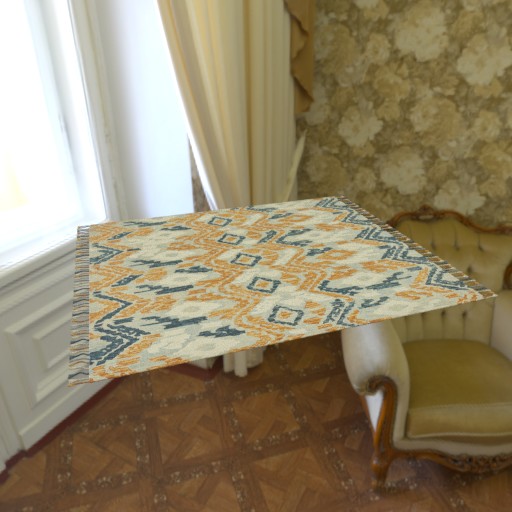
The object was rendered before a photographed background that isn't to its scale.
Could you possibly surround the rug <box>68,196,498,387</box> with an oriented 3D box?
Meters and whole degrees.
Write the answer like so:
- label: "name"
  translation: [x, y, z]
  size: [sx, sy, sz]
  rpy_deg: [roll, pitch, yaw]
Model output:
- label: "rug"
  translation: [0.000, 0.000, 3.940]
  size: [3.048, 0.010, 2.439]
  rpy_deg: [-9, 28, -17]
